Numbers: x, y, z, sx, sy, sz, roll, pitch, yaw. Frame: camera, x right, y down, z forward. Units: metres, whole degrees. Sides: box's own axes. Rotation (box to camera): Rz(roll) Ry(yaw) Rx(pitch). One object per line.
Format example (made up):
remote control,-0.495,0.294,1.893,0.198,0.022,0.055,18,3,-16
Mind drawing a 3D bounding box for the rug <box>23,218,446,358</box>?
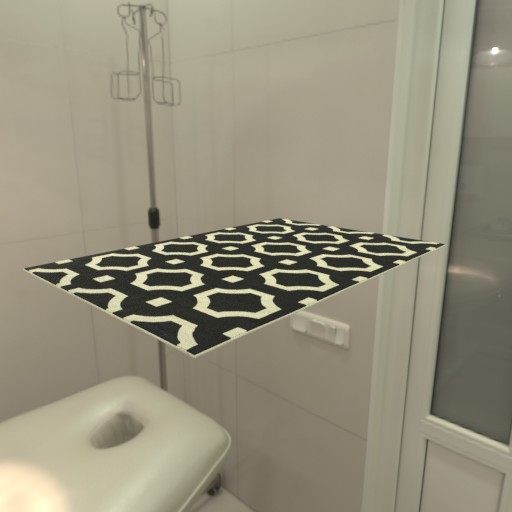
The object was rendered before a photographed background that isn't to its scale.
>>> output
rug,0.000,0.000,2.856,1.555,0.016,2.286,14,20,41
